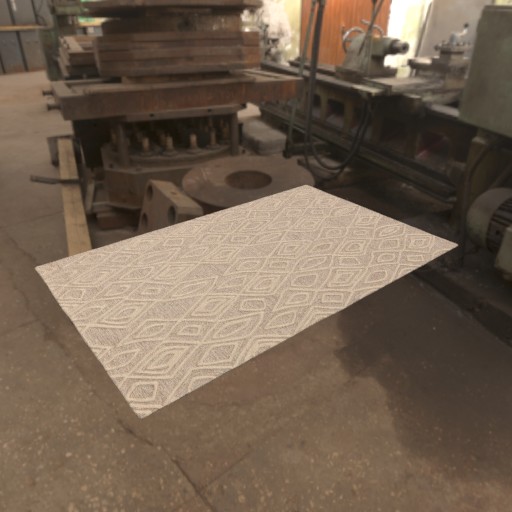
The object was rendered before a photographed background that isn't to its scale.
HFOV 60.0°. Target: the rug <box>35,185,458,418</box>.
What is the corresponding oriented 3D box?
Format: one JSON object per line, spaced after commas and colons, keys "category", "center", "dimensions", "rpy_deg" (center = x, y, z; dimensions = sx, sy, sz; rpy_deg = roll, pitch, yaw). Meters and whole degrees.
{"category": "rug", "center": [0.000, 0.000, 2.994], "dimensions": [2.442, 0.010, 1.546], "rpy_deg": [-21, 36, -33]}
